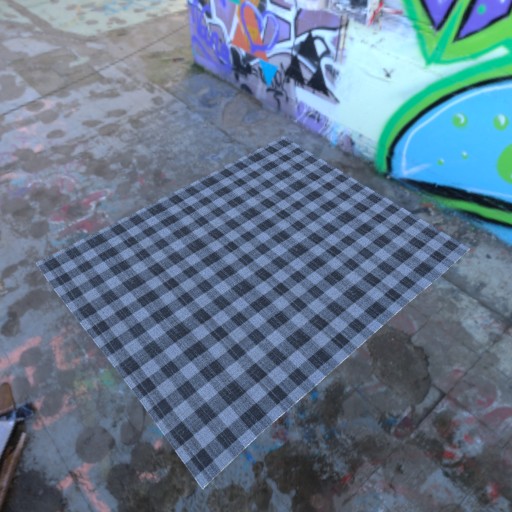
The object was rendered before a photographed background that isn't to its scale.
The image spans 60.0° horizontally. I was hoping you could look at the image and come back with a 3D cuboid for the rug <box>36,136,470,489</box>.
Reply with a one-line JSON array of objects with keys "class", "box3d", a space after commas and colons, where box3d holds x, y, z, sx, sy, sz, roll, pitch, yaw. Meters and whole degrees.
[{"class": "rug", "box3d": [0.000, 0.000, 3.946, 3.021, 0.013, 2.432, -33, 56, -26]}]
